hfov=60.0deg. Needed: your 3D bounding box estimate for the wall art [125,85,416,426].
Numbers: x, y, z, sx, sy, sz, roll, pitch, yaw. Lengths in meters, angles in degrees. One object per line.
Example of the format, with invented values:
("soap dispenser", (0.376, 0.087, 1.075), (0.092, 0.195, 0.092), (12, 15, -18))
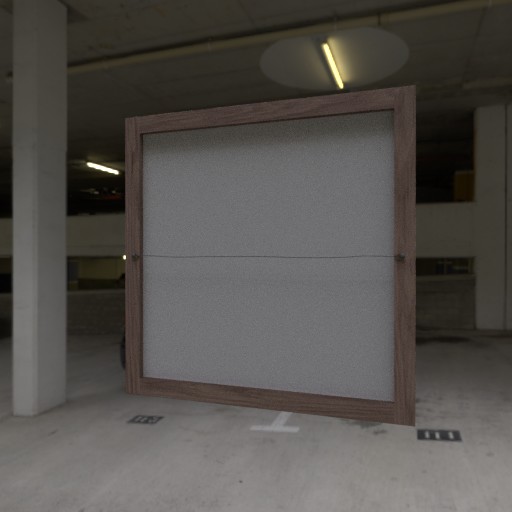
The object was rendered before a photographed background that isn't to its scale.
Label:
("wall art", (0.000, 0.000, 1.117), (0.757, 0.762, 0.028), (0, 0, 18))
